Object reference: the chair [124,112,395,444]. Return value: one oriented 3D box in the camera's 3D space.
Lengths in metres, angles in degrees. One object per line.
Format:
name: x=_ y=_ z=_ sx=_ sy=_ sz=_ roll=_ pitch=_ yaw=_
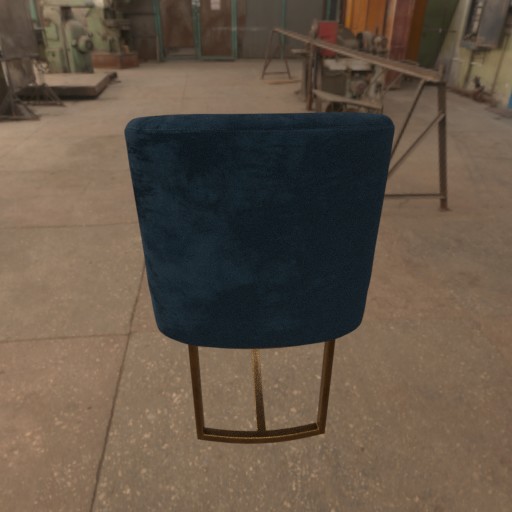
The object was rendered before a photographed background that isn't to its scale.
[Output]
chair: x=0.000 y=0.000 z=1.162 sx=0.530 sy=0.824 sz=0.560 roll=-2 pitch=30 yaw=-3
